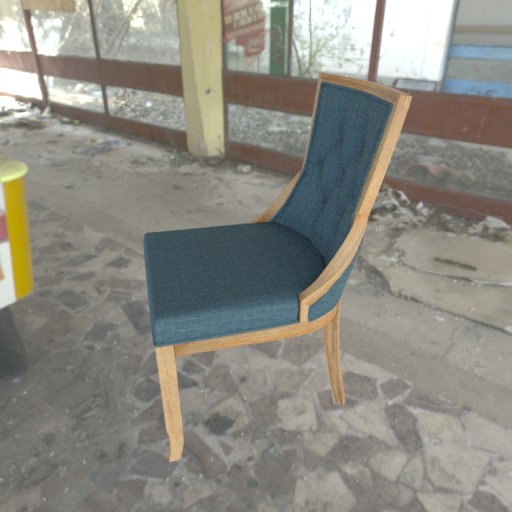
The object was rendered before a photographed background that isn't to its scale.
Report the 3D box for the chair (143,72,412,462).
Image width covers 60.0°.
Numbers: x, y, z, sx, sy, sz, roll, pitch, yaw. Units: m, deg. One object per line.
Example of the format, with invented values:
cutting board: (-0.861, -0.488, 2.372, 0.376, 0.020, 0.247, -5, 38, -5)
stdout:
chair: (0.000, 0.000, 1.305, 0.641, 0.947, 0.524, -7, 29, -13)
